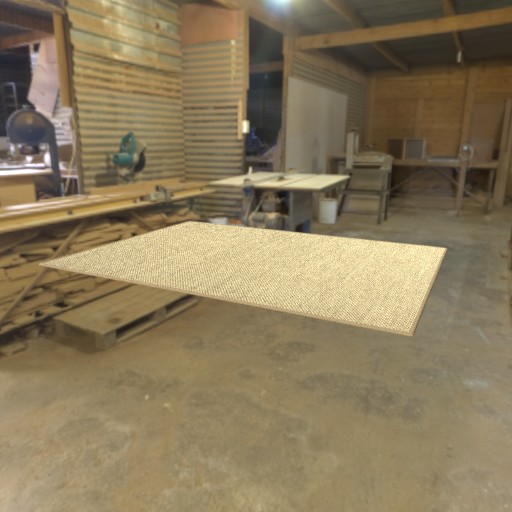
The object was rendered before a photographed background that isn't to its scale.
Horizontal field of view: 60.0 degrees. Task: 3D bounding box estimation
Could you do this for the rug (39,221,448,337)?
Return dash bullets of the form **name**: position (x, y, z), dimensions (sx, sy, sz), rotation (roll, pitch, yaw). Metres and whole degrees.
- **rug**: position (0.000, 0.000, 2.786), dimensions (2.115, 0.013, 1.517), rotation (8, 17, 26)
